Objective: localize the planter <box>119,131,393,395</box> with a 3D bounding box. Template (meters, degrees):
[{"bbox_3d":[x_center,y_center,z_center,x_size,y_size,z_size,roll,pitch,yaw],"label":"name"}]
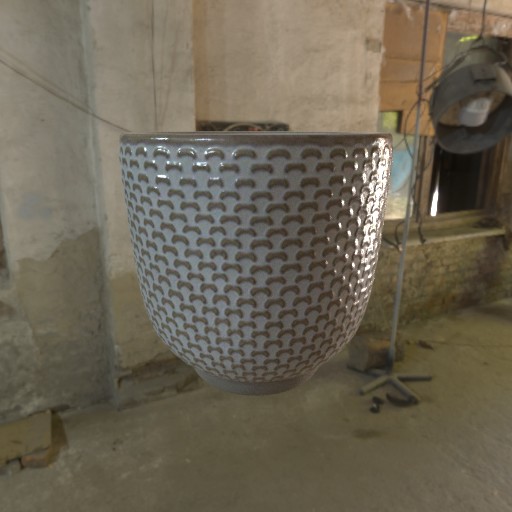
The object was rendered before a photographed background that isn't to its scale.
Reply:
[{"bbox_3d":[0.000,0.000,0.354,0.197,0.191,0.197,0,16,0],"label":"planter"}]
